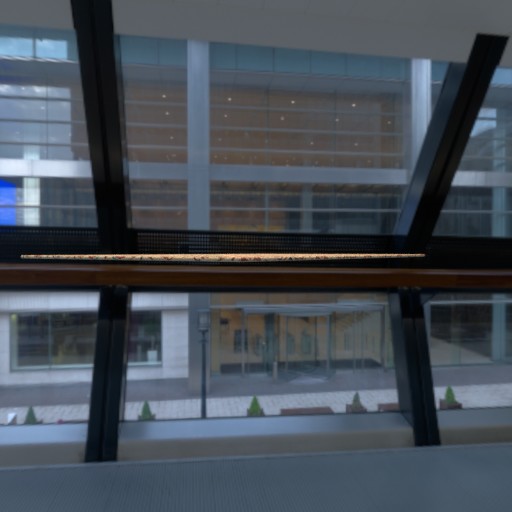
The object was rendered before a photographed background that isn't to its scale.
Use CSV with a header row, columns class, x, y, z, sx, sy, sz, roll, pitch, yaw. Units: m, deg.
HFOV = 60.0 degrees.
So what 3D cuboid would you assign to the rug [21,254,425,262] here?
class,x,y,z,sx,sy,sz,roll,pitch,yaw
rug,0.000,0.000,2.329,1.226,0.013,1.838,0,1,36
